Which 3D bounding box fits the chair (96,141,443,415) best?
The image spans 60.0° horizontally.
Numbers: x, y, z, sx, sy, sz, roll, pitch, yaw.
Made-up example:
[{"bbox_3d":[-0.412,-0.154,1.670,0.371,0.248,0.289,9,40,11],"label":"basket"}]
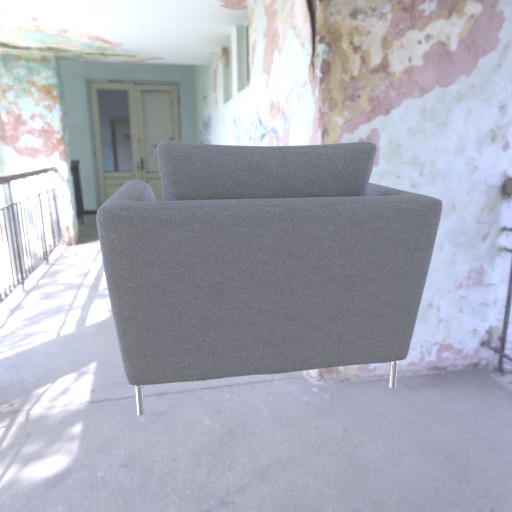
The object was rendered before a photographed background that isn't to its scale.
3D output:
[{"bbox_3d":[0.000,0.000,1.730,1.041,0.864,0.889,-3,15,-10],"label":"chair"}]
